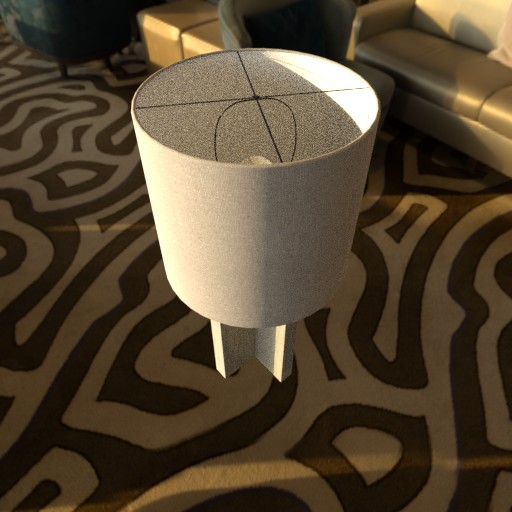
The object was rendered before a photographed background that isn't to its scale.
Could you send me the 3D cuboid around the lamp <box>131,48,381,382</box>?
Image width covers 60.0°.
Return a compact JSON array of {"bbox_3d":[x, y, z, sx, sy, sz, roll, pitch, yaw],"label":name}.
[{"bbox_3d":[0.000,0.000,0.565,0.229,0.428,0.229,-32,54,-27],"label":"lamp"}]
